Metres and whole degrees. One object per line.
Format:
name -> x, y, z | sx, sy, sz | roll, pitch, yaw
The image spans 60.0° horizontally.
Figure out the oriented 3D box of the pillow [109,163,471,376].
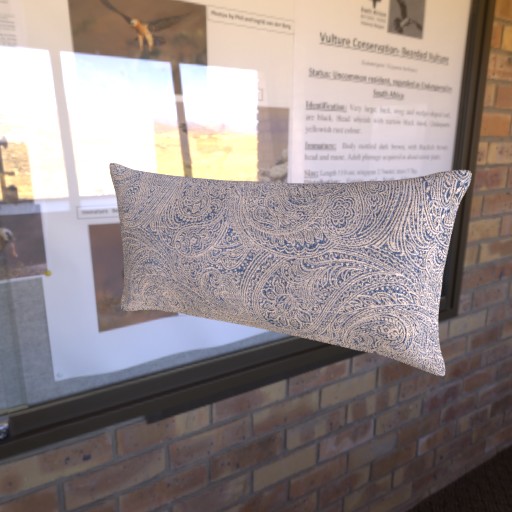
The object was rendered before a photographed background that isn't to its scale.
pillow -> 0.000, 0.000, 0.734 | 0.615, 0.295, 0.151 | 7, 16, 26
